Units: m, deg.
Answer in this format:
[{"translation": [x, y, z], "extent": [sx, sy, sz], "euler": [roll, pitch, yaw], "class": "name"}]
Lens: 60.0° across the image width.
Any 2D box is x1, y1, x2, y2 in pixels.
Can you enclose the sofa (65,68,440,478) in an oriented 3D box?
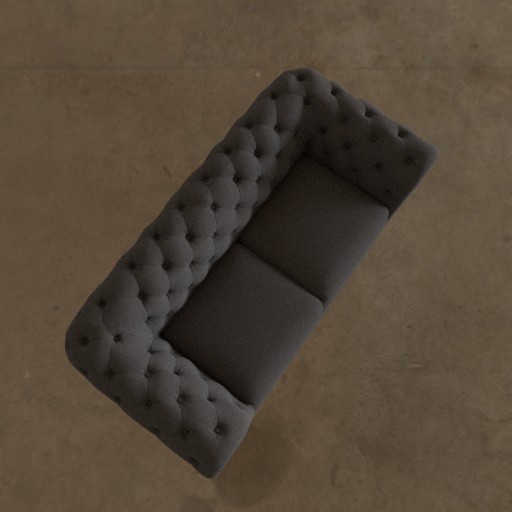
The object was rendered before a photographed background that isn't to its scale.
[{"translation": [0.000, 0.000, 2.456], "extent": [0.986, 0.764, 1.998], "euler": [35, 78, 9], "class": "sofa"}]
